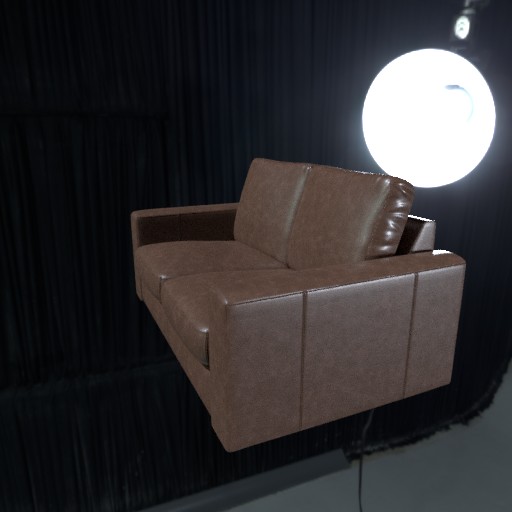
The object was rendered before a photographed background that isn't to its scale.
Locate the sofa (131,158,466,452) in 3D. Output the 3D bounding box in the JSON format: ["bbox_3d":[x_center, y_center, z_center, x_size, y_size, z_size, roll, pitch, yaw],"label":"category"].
[{"bbox_3d":[0.000,0.000,2.198,1.016,0.873,1.616,-7,17,-24],"label":"sofa"}]
